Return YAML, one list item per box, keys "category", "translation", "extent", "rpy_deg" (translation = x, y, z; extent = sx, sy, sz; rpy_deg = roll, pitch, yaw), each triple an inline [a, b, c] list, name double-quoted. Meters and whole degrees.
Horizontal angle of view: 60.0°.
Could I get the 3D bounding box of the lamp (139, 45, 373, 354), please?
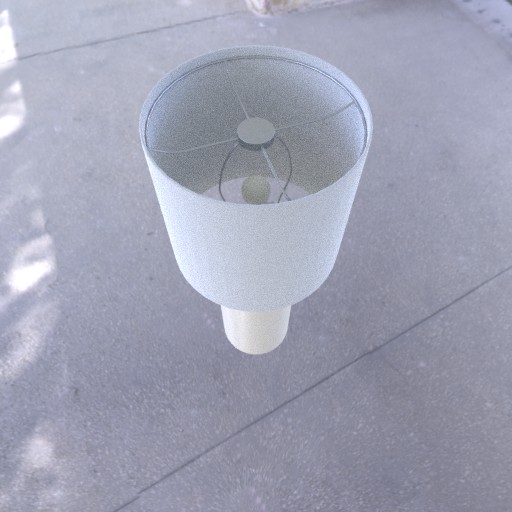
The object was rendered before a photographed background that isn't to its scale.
- category: "lamp"
  translation: [0.000, 0.000, 0.614]
  extent: [0.212, 0.493, 0.212]
  rpy_deg: [-16, 60, -10]
